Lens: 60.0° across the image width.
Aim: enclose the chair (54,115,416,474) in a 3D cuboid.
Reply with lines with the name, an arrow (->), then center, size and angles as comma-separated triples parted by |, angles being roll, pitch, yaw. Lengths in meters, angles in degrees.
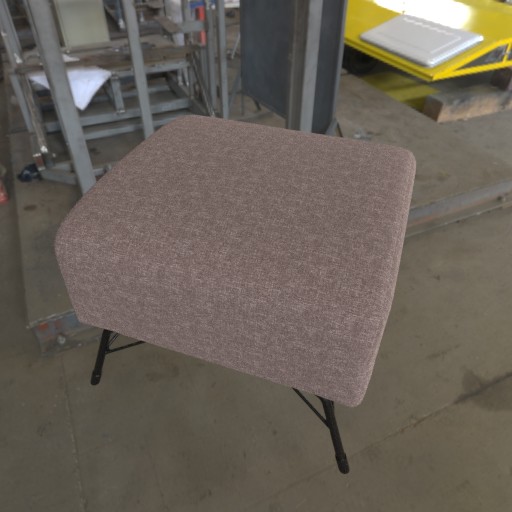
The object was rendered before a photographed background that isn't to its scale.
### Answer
chair -> 0.000, 0.000, 0.882 | 0.530, 0.410, 0.530 | 13, 43, 15
